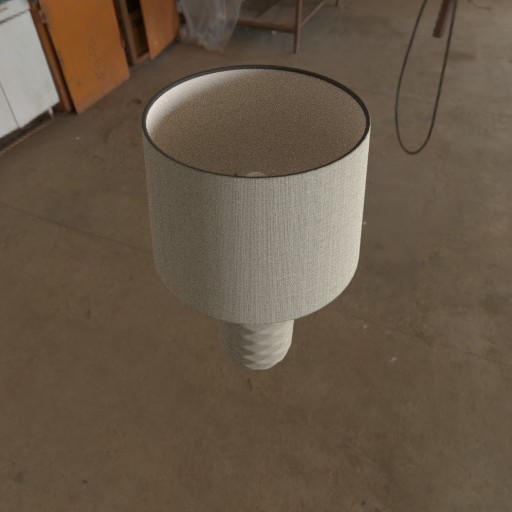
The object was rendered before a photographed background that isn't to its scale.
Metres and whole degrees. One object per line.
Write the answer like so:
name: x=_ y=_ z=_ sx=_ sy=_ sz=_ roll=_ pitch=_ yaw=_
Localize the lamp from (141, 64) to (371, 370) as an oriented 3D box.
lamp: x=0.000 y=0.000 z=0.848 sx=0.376 sy=0.594 sz=0.376 roll=0 pitch=46 yaw=0
